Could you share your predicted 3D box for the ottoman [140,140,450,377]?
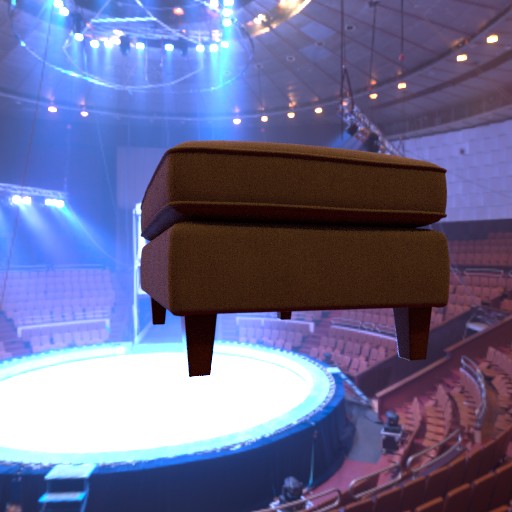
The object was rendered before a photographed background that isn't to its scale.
[{"bbox_3d":[0.000,0.000,1.315,0.636,0.480,0.941,0,-2,-18],"label":"ottoman"}]
